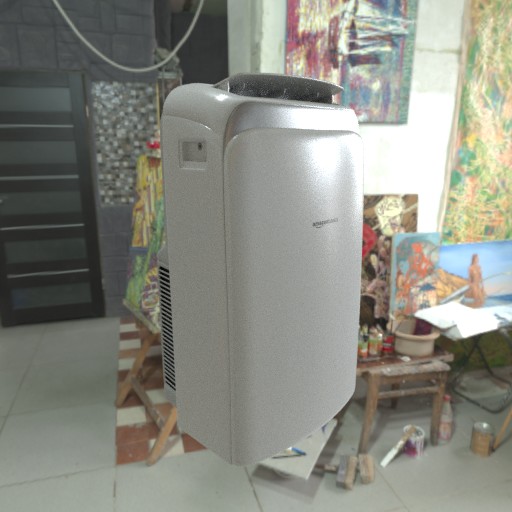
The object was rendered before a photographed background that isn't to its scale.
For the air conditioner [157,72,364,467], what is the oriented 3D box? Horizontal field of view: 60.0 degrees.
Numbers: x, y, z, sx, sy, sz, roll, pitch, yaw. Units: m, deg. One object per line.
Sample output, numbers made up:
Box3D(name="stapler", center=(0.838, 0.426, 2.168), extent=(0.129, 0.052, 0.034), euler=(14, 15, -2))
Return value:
Box3D(name="air conditioner", center=(0.000, 0.000, 1.077), extent=(0.414, 0.786, 0.449), euler=(14, 20, 43))
